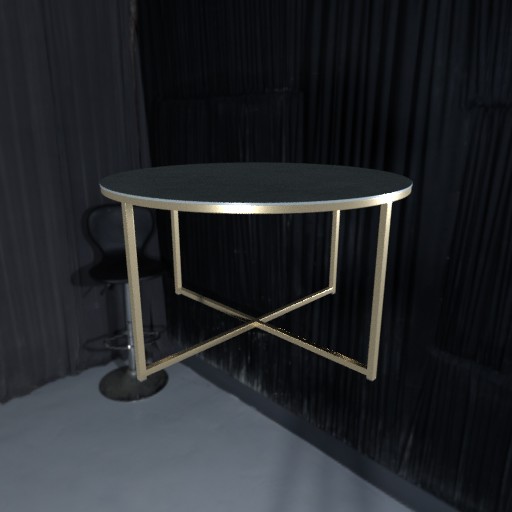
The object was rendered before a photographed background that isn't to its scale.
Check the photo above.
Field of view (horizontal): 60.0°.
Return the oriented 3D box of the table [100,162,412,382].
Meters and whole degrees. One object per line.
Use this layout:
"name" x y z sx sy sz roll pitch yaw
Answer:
"table" 0.000 0.000 1.263 0.800 0.450 0.800 0 17 0
